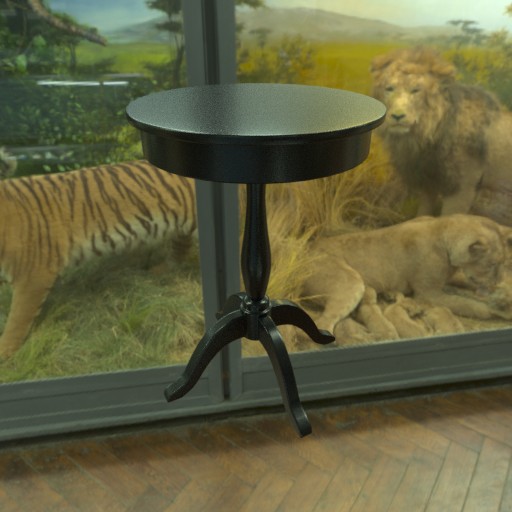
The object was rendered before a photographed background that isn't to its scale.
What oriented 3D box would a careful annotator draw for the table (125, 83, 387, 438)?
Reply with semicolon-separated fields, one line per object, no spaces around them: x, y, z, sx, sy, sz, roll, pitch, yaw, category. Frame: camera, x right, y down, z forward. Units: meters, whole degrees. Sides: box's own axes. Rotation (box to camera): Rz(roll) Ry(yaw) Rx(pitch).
0.000;0.000;0.998;0.481;0.665;0.481;0;30;0;table
